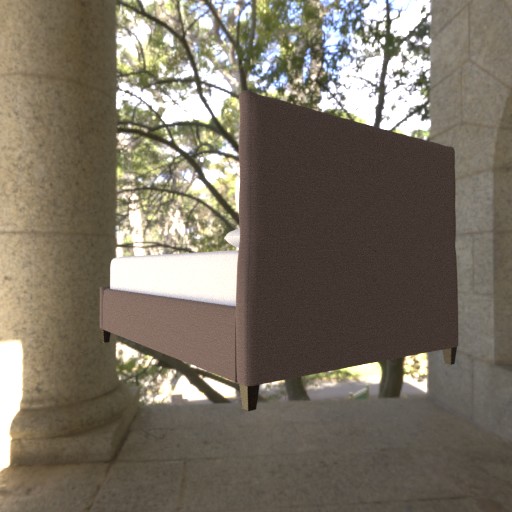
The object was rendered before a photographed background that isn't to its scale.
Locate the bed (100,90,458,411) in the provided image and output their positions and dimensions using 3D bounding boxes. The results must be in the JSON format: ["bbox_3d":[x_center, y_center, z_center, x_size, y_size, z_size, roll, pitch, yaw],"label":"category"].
[{"bbox_3d":[0.000,0.000,3.322,1.696,1.426,2.233,1,-2,-35],"label":"bed"}]
